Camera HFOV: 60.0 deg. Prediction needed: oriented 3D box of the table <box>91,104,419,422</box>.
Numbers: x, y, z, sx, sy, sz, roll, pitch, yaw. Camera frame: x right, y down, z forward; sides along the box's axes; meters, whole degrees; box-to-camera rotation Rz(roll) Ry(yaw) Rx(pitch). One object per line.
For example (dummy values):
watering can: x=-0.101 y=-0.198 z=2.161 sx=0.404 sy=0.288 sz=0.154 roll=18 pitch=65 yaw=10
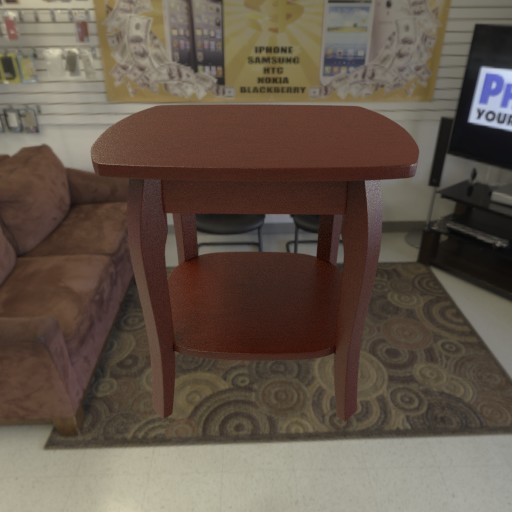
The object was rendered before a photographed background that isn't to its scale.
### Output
table: x=0.000 y=0.000 z=0.870 sx=0.502 sy=0.496 sz=0.433 roll=1 pitch=29 yaw=1
